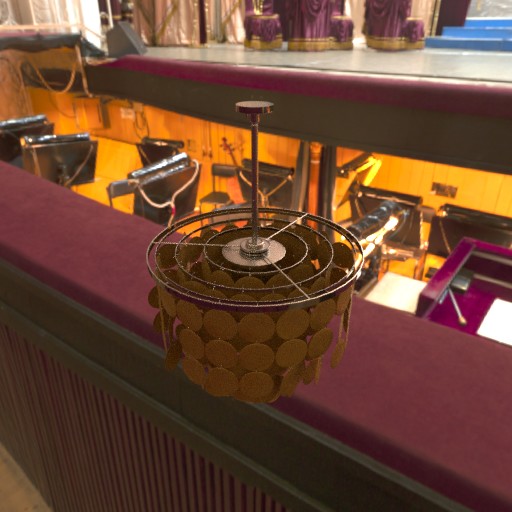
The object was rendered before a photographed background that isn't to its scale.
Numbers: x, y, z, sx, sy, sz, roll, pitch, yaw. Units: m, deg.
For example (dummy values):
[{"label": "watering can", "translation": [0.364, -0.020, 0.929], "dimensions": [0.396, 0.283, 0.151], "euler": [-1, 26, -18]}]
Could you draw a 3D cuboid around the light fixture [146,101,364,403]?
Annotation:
[{"label": "light fixture", "translation": [0.000, 0.000, 0.747], "dimensions": [0.368, 0.492, 0.368], "euler": [0, 28, 0]}]
